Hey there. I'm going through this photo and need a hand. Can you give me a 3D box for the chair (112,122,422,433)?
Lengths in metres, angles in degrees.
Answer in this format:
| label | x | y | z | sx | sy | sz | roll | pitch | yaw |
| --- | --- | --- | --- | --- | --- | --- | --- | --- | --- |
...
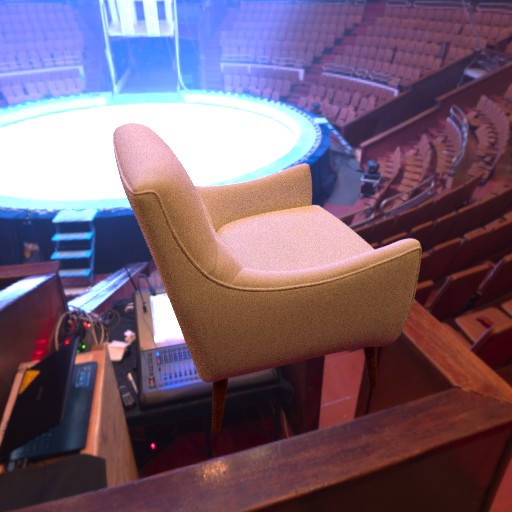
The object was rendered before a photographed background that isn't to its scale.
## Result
| label | x | y | z | sx | sy | sz | roll | pitch | yaw |
| --- | --- | --- | --- | --- | --- | --- | --- | --- | --- |
| chair | 0.000 | 0.000 | 1.470 | 0.787 | 0.838 | 0.762 | -10 | 31 | -17 |
